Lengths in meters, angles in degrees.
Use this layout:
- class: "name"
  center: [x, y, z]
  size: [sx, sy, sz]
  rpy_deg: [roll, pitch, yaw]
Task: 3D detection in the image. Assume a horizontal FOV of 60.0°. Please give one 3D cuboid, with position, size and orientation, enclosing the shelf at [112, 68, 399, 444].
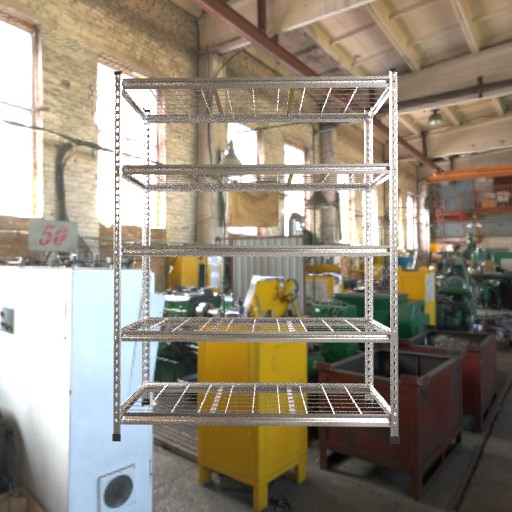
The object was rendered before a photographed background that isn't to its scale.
- class: "shelf"
  center: [0.000, 0.000, 2.658]
  size: [1.524, 1.981, 0.610]
  rpy_deg: [0, -1, 1]
